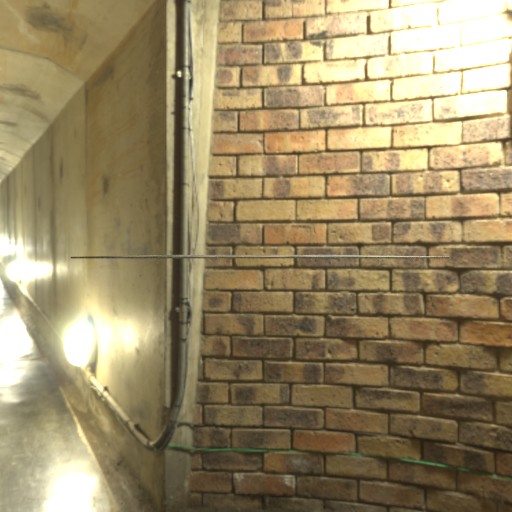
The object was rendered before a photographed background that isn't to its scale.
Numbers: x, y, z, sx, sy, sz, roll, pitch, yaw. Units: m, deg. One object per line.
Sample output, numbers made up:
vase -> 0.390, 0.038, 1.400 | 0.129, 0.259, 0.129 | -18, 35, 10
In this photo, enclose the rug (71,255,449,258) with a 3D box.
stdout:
rug -> 0.000, 0.000, 2.948 | 1.507, 0.007, 2.433 | 0, 0, -1
